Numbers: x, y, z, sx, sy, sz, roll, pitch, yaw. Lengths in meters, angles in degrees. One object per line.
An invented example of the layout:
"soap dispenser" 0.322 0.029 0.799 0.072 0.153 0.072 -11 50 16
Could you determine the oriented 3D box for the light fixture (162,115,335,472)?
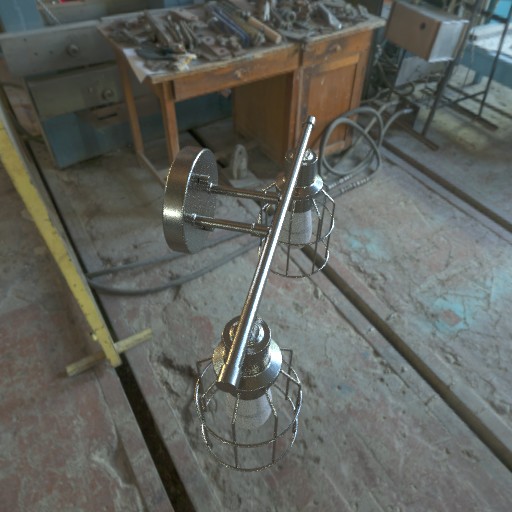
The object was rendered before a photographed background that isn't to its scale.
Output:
"light fixture" 0.000 0.000 0.524 0.165 0.254 0.406 10 47 9
